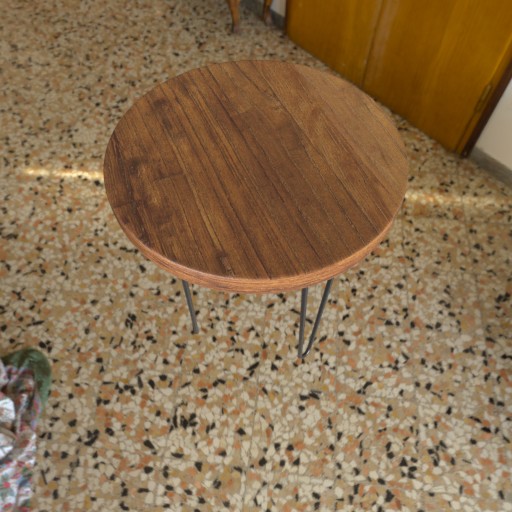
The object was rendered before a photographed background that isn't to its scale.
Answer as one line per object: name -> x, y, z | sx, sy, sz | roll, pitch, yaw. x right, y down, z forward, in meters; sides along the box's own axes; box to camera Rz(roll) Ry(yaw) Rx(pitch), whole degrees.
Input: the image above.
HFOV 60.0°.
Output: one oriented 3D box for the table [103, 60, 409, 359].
table -> 0.000, 0.000, 0.804 | 0.400, 0.520, 0.400 | 0, 57, 0
